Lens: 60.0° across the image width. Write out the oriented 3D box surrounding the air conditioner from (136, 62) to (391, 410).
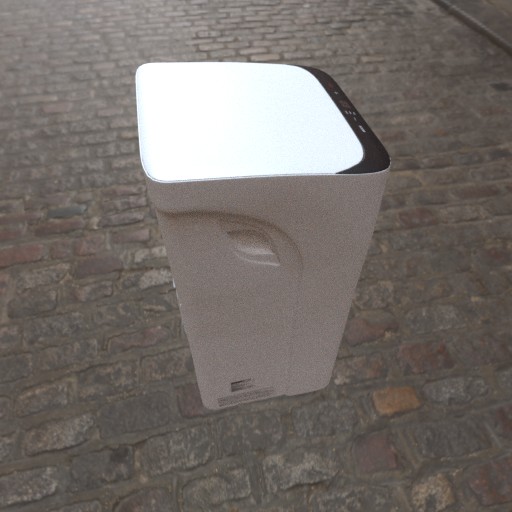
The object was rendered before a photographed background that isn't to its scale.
[{"bbox_3d":[0.000,0.000,0.931,0.369,0.716,0.352,-9,47,-8],"label":"air conditioner"}]
